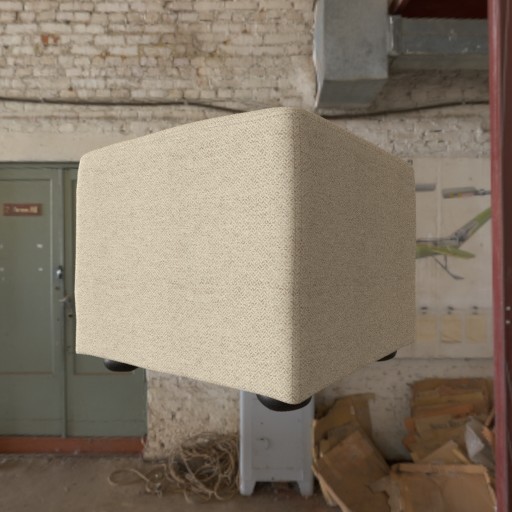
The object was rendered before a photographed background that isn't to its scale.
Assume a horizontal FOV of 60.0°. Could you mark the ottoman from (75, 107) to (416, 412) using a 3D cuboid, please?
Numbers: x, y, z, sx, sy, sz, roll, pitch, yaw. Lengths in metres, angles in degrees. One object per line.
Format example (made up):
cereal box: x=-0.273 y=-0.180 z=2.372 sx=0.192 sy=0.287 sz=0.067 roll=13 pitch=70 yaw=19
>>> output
ottoman: x=0.000 y=0.000 z=0.916 sx=0.512 sy=0.453 sz=0.521 roll=0 pitch=0 yaw=36
